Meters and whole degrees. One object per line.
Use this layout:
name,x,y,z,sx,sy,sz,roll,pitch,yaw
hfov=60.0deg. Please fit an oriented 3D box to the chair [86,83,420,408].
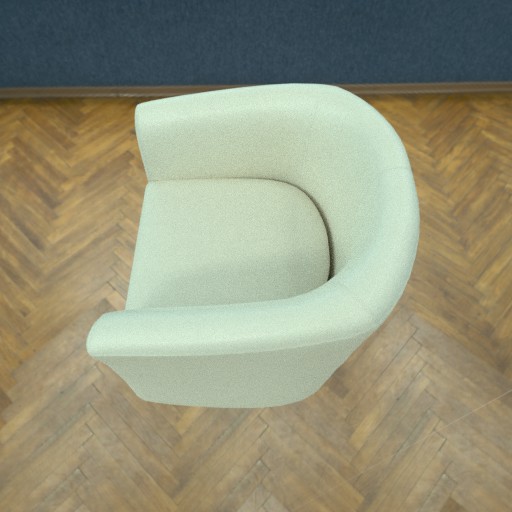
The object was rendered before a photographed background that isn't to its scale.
chair,0.000,0.000,1.319,0.727,0.756,0.792,0,58,0
